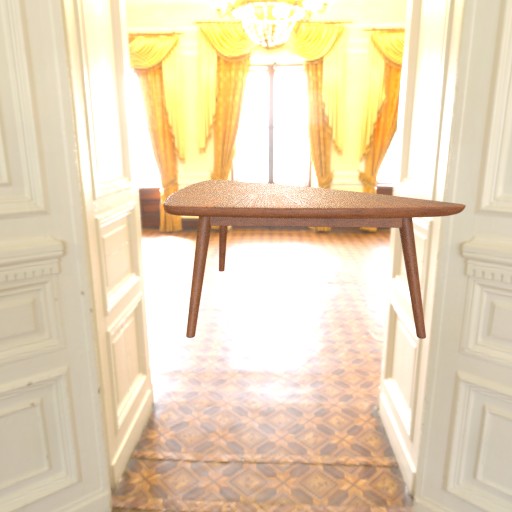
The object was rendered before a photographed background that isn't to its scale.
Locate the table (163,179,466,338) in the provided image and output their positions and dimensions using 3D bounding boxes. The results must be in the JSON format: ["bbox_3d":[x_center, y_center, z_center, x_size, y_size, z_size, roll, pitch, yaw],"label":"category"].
[{"bbox_3d":[0.000,0.000,1.326,0.601,0.365,1.008,-13,20,-41],"label":"table"}]
